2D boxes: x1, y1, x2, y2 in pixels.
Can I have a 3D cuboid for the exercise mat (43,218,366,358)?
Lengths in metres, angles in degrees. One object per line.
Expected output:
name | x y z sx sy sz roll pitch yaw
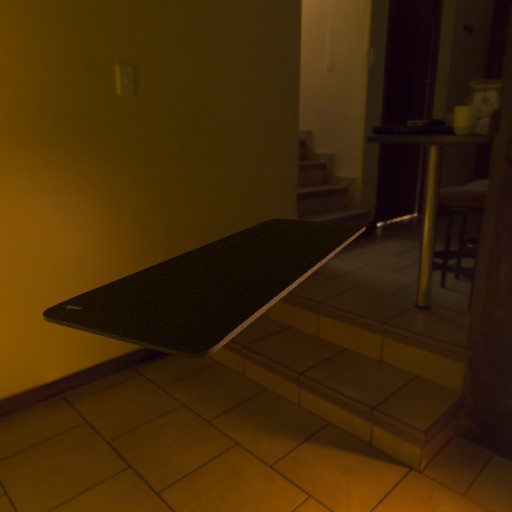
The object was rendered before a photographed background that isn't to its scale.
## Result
exercise mat | 0.000 0.000 2.038 0.616 0.021 1.869 7 17 25
